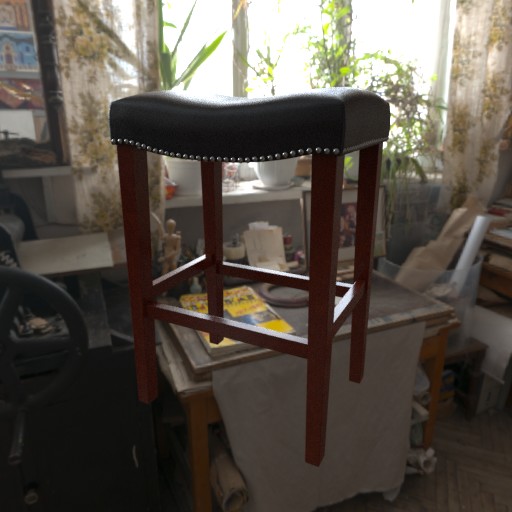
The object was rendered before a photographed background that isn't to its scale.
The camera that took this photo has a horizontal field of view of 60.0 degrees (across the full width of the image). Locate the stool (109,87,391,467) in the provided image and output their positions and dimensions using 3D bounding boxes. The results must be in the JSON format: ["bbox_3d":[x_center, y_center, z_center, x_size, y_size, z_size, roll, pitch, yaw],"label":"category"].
[{"bbox_3d":[0.000,0.000,1.053,0.504,0.742,0.372,9,21,26],"label":"stool"}]
